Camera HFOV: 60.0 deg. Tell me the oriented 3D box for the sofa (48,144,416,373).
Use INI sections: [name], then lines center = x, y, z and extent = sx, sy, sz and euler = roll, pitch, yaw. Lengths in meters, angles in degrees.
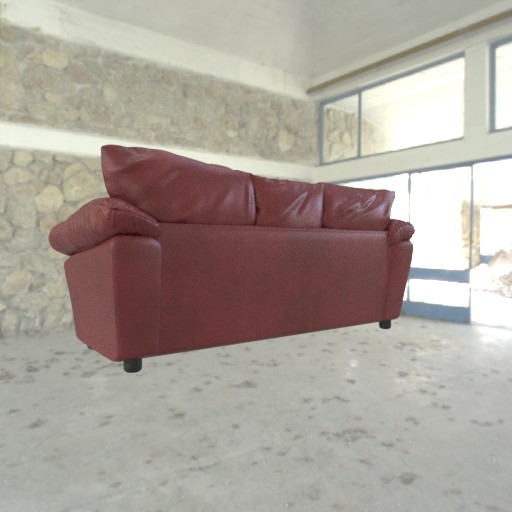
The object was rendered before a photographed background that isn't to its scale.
[sofa]
center = 0.000, 0.000, 2.913
extent = 2.390, 1.091, 0.907
euler = -1, 1, -36
